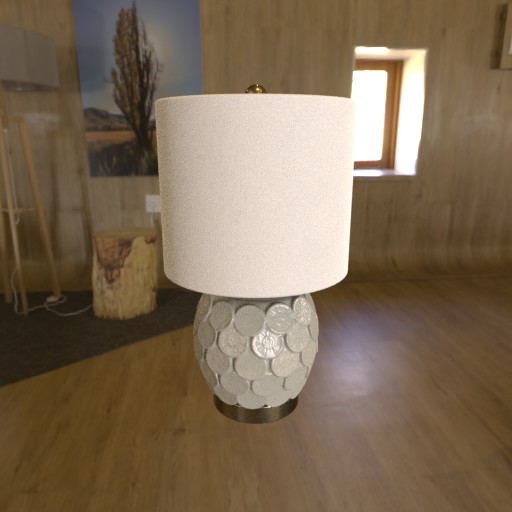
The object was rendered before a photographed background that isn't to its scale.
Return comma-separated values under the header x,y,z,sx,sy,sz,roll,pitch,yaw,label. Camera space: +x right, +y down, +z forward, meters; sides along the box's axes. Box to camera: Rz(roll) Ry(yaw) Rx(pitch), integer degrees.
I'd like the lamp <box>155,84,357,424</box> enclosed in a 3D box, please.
x,y,z,sx,sy,sz,roll,pitch,yaw,label
0.000,0.000,0.623,0.254,0.452,0.254,0,15,0,lamp
